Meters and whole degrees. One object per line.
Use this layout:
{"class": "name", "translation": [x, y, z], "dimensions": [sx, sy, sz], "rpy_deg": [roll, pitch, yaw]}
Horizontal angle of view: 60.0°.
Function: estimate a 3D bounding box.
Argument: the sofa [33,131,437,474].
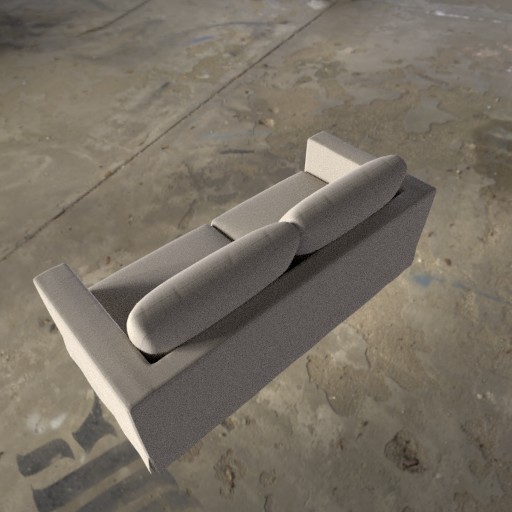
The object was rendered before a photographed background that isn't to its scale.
{"class": "sofa", "translation": [0.000, 0.000, 2.582], "dimensions": [2.163, 0.881, 0.954], "rpy_deg": [-32, 54, -28]}
